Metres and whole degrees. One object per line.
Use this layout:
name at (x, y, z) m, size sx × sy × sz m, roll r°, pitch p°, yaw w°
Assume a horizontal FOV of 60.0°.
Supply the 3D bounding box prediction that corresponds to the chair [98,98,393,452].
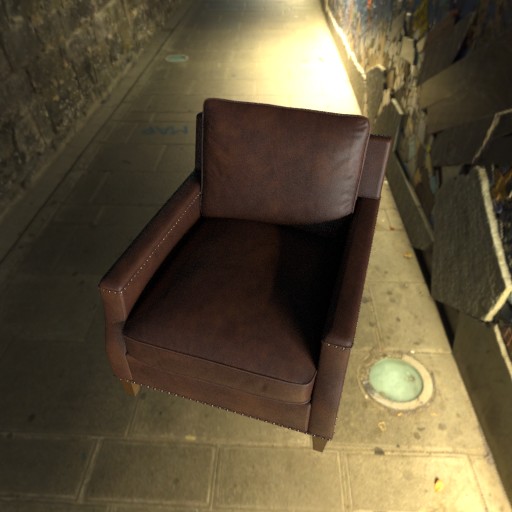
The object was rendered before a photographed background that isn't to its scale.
chair at (0.000, 0.000, 1.736) m, size 0.853 × 0.929 × 1.014 m, roll 12°, pitch 41°, yaw 13°
